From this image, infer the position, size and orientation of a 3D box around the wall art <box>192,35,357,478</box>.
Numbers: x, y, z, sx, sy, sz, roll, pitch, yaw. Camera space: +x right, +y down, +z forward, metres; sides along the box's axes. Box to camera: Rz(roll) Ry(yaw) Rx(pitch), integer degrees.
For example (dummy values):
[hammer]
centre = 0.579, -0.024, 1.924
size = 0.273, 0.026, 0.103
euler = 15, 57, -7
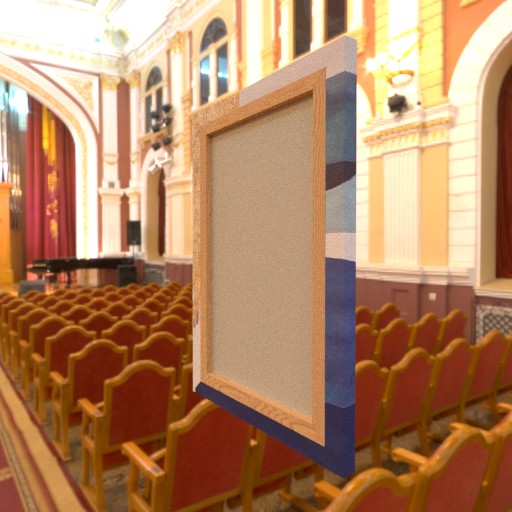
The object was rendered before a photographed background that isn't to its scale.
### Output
[wall art]
centre = 0.000, 0.000, 0.807
size = 0.026, 0.613, 0.458
euler = -1, 2, -35
